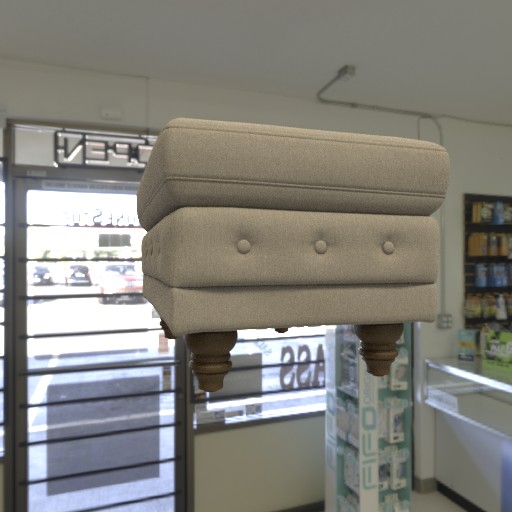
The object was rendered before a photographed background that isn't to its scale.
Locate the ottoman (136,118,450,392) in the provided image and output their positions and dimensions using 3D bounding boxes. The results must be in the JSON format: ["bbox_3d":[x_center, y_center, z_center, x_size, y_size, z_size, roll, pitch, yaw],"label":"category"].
[{"bbox_3d":[0.000,0.000,1.138,0.569,0.500,0.771,0,-1,-18],"label":"ottoman"}]
